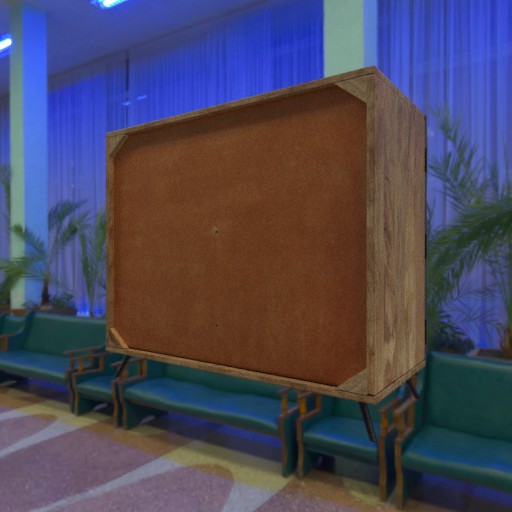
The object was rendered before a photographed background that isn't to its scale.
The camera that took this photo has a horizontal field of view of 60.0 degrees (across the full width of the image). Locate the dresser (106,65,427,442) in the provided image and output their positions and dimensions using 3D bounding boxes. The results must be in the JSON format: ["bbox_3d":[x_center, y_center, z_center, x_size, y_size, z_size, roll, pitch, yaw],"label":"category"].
[{"bbox_3d":[0.000,0.000,1.439,0.967,0.847,0.446,0,0,35],"label":"dresser"}]
